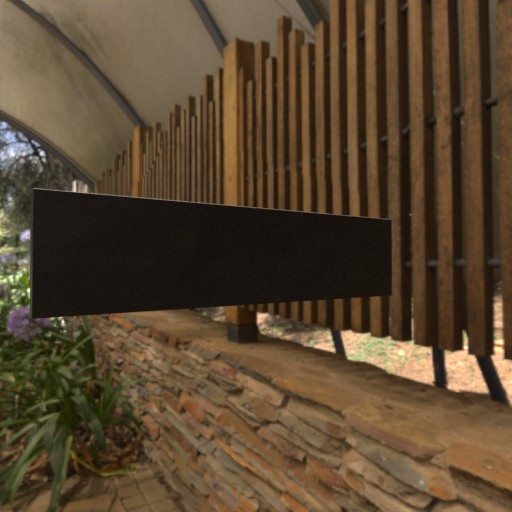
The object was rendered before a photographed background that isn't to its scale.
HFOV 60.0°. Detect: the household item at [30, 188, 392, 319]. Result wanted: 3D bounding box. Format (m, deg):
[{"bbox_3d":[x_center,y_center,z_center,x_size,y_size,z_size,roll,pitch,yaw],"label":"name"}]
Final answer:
[{"bbox_3d":[0.000,0.000,1.097,1.001,0.236,0.030,1,-1,-35],"label":"household item"}]
